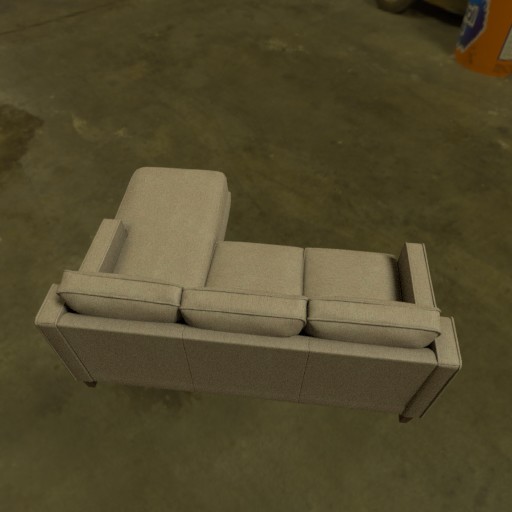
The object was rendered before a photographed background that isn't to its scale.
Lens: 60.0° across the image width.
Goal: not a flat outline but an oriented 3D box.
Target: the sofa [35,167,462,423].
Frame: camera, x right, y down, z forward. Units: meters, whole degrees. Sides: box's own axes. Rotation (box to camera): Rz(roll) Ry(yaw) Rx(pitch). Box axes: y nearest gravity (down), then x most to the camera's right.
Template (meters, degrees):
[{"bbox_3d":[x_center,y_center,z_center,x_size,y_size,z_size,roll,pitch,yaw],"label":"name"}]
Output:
[{"bbox_3d":[0.000,0.000,3.198,2.317,1.081,1.858,5,50,4],"label":"sofa"}]
